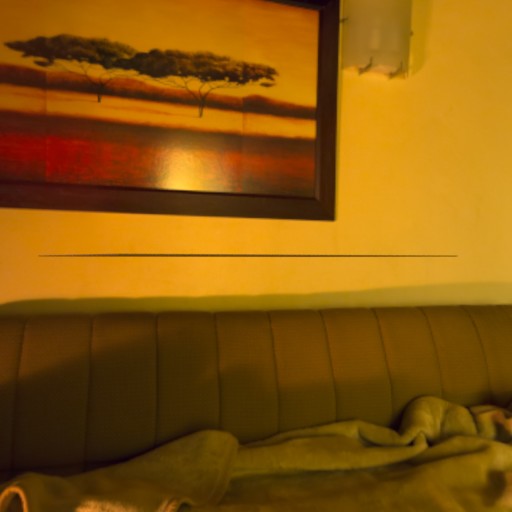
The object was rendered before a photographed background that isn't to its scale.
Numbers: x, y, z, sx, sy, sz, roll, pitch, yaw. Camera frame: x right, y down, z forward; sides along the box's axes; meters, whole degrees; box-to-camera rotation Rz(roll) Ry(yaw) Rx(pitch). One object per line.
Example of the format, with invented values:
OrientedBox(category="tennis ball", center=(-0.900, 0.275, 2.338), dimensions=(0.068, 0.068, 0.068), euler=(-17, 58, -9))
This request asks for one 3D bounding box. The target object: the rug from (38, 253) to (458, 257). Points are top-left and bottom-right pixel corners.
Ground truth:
OrientedBox(category="rug", center=(0.000, 0.000, 3.016), dimensions=(2.438, 0.008, 1.523), euler=(0, 0, -36))
